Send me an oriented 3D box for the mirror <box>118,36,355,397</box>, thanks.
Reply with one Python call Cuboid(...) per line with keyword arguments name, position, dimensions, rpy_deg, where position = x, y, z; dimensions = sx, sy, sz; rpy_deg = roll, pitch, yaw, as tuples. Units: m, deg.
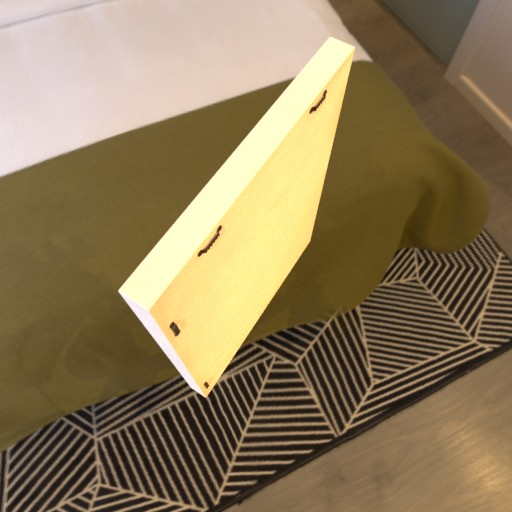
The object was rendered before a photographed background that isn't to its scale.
Cuboid(name="mirror", position=(0.000, 0.000, 0.703), dimensions=(0.041, 0.509, 0.406), rpy_deg=(30, 68, 14))
